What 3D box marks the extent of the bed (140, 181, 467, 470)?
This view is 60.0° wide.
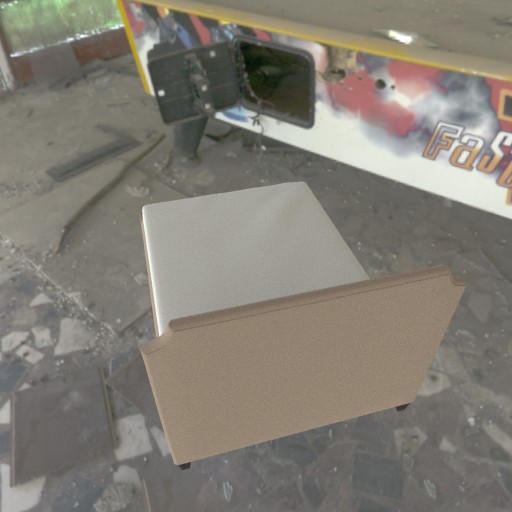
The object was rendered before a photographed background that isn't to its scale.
[{"bbox_3d":[0.000,0.000,3.403,1.713,1.443,2.372,-10,43,-11],"label":"bed"}]
